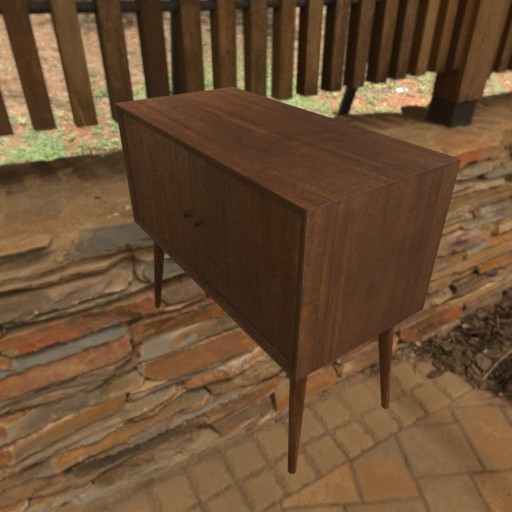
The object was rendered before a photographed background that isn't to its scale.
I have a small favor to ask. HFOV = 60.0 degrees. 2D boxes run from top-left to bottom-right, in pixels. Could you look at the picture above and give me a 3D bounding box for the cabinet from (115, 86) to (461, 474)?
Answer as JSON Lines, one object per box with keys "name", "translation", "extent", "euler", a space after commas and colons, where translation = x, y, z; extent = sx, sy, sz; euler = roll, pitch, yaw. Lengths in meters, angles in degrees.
{"name": "cabinet", "translation": [0.000, 0.000, 1.119], "extent": [0.354, 0.654, 0.743], "euler": [-20, 37, -29]}
